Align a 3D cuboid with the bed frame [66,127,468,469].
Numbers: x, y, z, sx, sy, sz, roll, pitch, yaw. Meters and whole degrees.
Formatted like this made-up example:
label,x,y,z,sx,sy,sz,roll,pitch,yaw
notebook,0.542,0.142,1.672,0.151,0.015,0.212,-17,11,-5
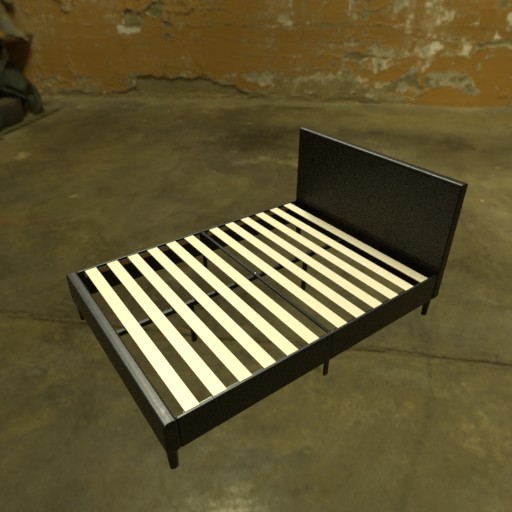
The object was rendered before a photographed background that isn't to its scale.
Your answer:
label,x,y,z,sx,sy,sz,roll,pitch,yaw
bed frame,0.000,0.000,3.232,2.318,1.127,1.634,-21,38,-30
